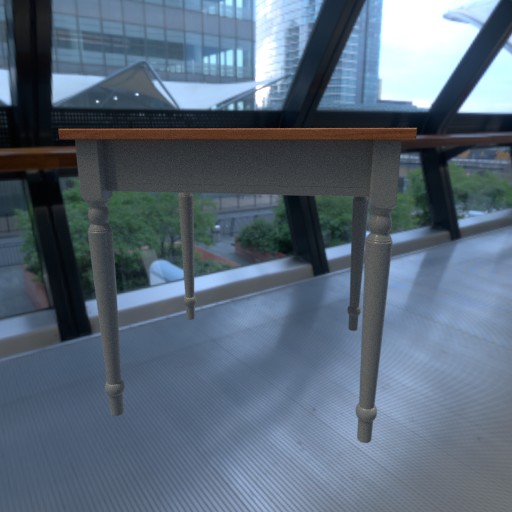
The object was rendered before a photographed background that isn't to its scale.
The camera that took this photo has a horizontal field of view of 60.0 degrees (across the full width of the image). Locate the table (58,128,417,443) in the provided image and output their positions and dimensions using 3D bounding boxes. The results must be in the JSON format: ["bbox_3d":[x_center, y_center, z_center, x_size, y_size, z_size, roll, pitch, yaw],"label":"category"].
[{"bbox_3d":[0.000,0.000,1.355,0.747,0.738,0.747,3,15,9],"label":"table"}]
